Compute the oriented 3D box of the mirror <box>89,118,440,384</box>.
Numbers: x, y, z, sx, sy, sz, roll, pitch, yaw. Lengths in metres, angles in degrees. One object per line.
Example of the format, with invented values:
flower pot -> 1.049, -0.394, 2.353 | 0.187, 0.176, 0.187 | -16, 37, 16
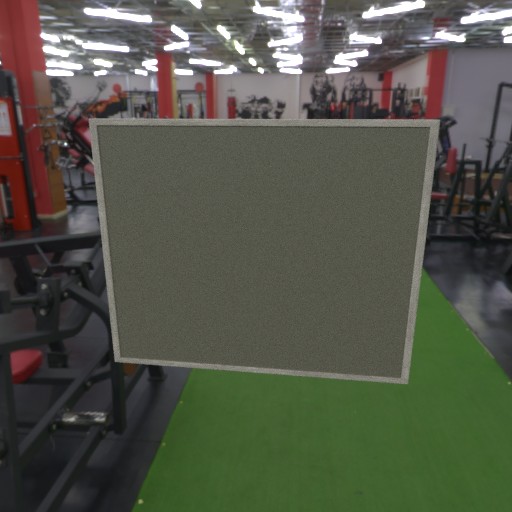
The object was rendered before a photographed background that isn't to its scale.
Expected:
mirror -> 0.000, 0.000, 1.165 | 0.839, 0.689, 0.028 | 2, 18, 7
